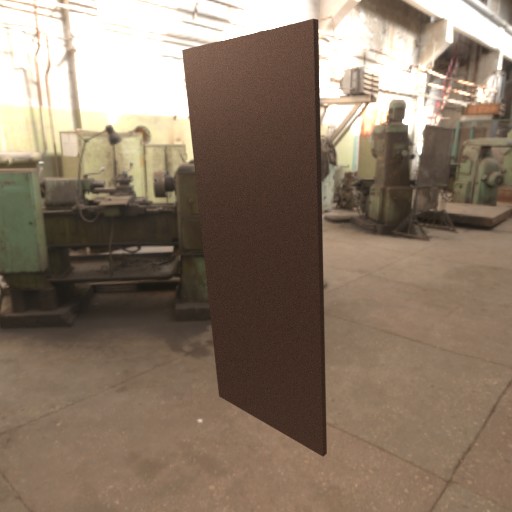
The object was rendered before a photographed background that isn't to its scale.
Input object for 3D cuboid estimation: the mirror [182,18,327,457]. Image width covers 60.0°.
[{"bbox_3d":[0.000,0.000,2.256,0.812,2.020,0.221,13,19,43],"label":"mirror"}]
